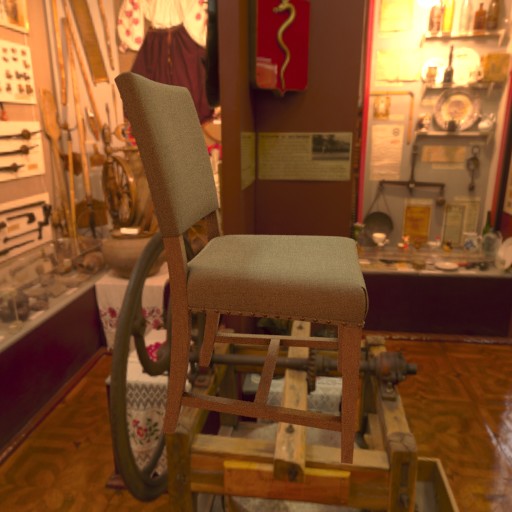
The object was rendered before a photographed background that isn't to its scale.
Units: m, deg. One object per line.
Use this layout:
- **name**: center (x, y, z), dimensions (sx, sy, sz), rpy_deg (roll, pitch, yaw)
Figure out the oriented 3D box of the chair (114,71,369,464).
- **chair**: center (0.000, 0.000, 1.324), dimensions (0.622, 0.986, 0.508), rpy_deg (3, 16, 9)
